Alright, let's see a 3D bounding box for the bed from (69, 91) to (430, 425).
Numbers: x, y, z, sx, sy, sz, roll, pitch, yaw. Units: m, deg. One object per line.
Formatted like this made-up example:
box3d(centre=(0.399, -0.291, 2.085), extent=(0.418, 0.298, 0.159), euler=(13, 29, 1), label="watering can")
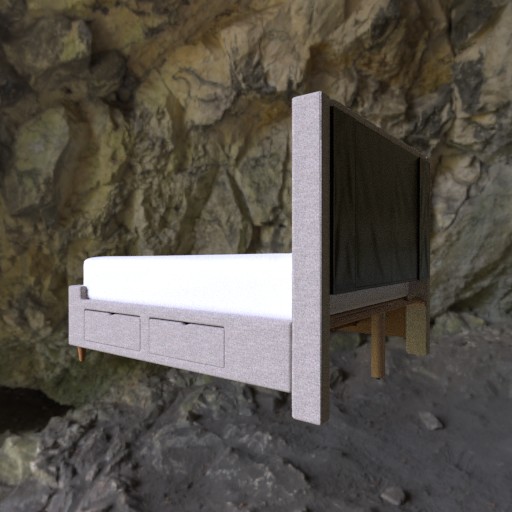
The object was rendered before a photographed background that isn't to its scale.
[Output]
box3d(centre=(0.000, 0.000, 3.794), extent=(2.372, 1.748, 2.044), euler=(0, 0, 36), label="bed")
